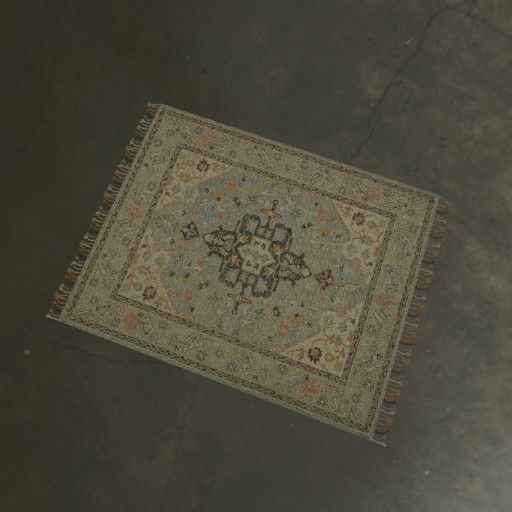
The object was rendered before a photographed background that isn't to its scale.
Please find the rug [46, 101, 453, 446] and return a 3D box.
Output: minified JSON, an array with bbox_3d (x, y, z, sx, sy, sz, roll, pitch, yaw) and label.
[{"bbox_3d":[0.000,0.000,4.162,3.221,0.011,2.379,19,76,5],"label":"rug"}]
